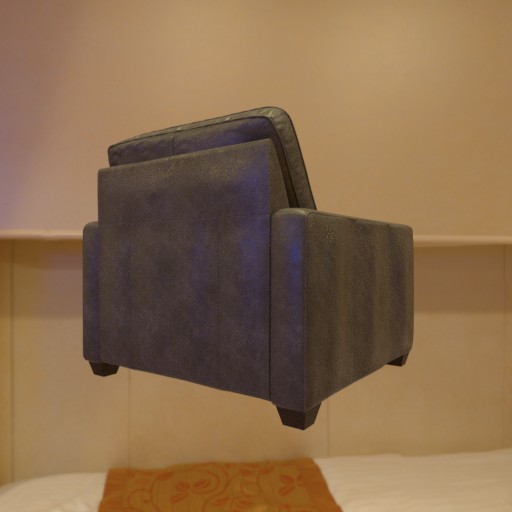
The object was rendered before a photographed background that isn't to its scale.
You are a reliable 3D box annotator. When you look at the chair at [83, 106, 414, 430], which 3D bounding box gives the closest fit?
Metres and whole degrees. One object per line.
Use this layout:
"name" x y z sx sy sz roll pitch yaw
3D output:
"chair" 0.000 0.000 1.787 1.006 0.916 0.939 0 1 36
